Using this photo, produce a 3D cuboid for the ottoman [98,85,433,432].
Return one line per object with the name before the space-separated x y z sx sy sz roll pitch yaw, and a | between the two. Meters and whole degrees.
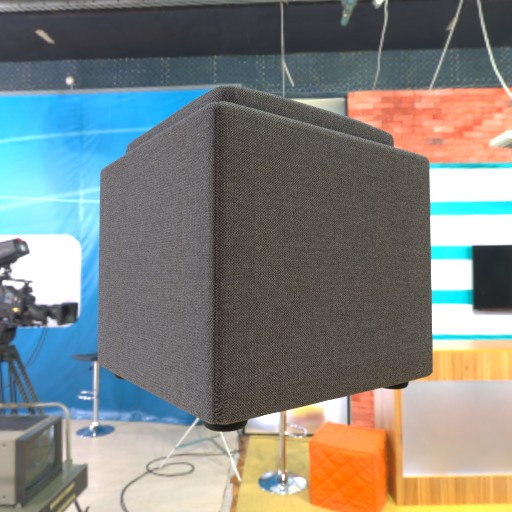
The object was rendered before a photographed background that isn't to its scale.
ottoman | 0.000 0.000 0.824 0.450 0.460 0.450 2 -3 -36
